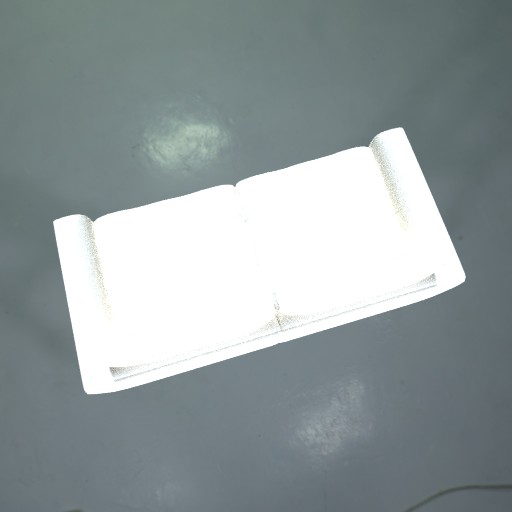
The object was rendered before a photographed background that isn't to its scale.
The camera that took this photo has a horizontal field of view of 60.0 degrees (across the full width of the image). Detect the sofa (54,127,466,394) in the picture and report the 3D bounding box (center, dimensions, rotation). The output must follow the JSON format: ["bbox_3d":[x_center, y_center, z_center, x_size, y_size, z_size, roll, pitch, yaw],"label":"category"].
[{"bbox_3d":[0.000,0.000,2.740,2.262,0.801,1.070,-16,76,-4],"label":"sofa"}]
